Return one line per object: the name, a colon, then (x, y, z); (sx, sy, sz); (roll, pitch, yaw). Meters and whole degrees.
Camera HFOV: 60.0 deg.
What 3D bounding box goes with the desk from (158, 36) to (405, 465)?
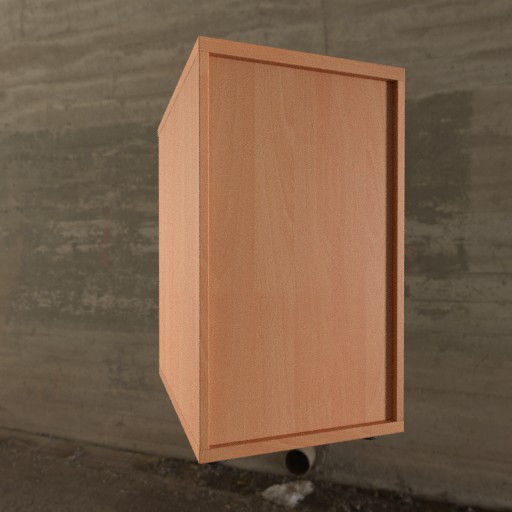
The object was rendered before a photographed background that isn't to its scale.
desk: (0.000, 0.000, 1.079); (0.404, 0.730, 0.600); (0, 1, -19)
